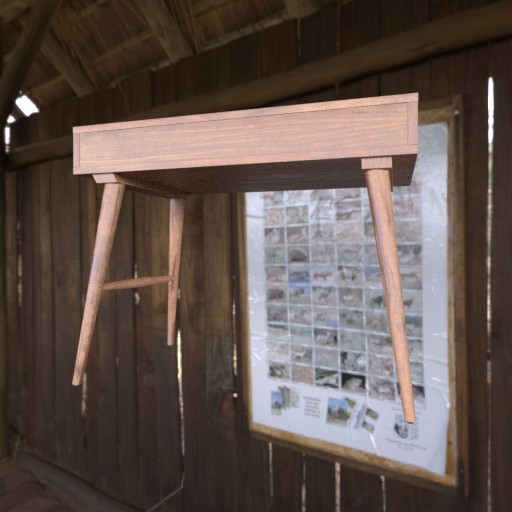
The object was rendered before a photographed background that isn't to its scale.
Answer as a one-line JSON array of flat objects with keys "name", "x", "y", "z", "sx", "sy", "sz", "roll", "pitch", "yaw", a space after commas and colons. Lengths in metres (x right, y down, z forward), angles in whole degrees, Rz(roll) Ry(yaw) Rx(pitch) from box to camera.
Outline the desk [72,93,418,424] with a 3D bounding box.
[{"name": "desk", "x": 0.000, "y": 0.000, "z": 1.422, "sx": 0.949, "sy": 0.758, "sz": 0.588, "roll": 0, "pitch": 1, "yaw": 17}]
